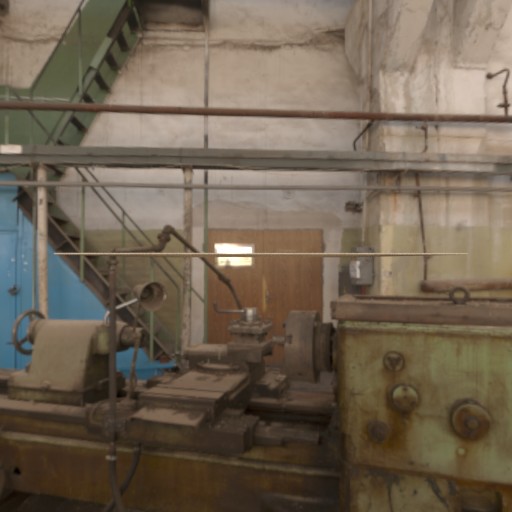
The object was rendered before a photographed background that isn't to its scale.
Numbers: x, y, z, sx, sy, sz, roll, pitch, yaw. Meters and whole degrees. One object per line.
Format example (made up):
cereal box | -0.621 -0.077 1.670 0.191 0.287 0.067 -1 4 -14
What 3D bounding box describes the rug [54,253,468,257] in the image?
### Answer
rug | 0.000 0.000 4.120 2.453 0.010 3.037 0 0 -2
